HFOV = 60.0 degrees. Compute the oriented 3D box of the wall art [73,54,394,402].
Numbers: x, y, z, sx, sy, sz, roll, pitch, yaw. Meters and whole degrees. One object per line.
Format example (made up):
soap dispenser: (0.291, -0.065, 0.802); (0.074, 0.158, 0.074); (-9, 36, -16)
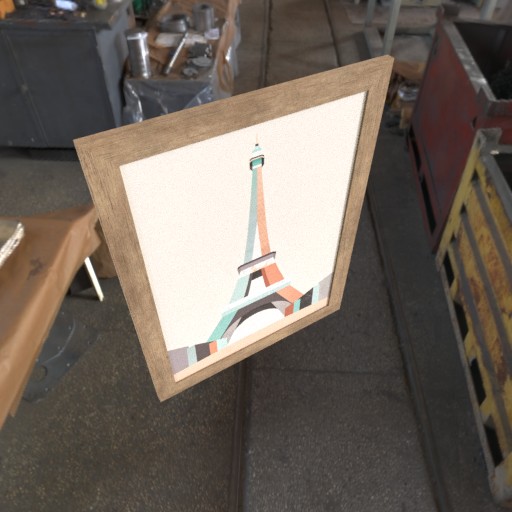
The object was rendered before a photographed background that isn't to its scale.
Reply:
wall art: (0.000, 0.000, 0.900); (0.534, 0.686, 0.018); (-23, 50, -21)
